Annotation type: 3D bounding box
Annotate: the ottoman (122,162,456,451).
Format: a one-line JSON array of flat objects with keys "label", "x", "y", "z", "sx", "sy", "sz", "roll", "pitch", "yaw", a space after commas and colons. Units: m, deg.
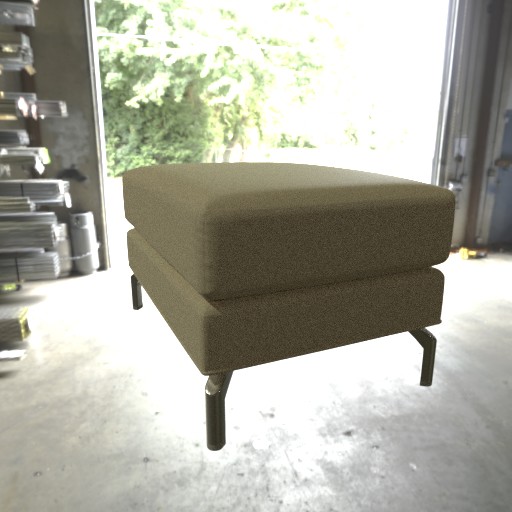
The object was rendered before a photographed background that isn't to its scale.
[{"label": "ottoman", "x": 0.000, "y": 0.000, "z": 1.223, "sx": 0.581, "sy": 0.497, "sz": 0.835, "roll": -7, "pitch": 16, "yaw": -24}]
